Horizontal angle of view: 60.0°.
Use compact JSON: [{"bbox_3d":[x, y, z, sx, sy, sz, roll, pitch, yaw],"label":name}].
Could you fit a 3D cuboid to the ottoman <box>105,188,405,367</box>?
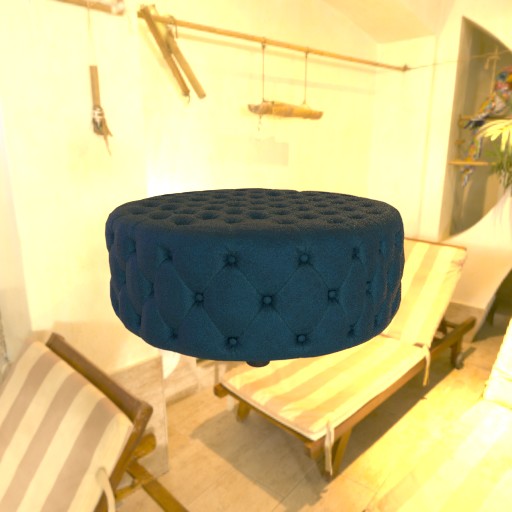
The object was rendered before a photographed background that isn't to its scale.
[{"bbox_3d":[0.000,0.000,1.568,0.998,0.398,0.998,0,15,0],"label":"ottoman"}]
